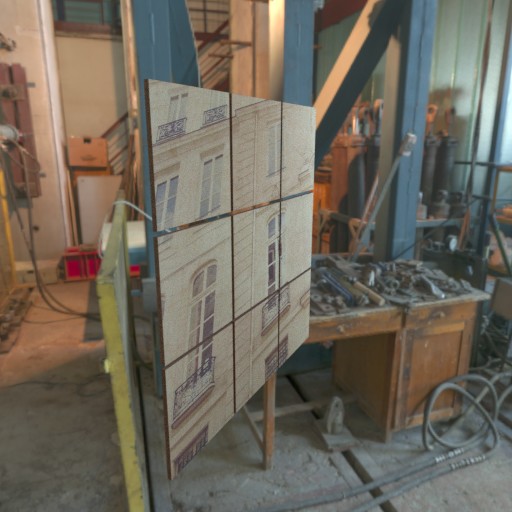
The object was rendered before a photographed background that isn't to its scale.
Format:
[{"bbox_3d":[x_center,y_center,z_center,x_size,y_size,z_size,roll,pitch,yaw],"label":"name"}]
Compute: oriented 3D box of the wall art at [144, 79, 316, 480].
[{"bbox_3d":[0.000,0.000,1.809,0.024,1.218,1.221,8,17,27],"label":"wall art"}]
